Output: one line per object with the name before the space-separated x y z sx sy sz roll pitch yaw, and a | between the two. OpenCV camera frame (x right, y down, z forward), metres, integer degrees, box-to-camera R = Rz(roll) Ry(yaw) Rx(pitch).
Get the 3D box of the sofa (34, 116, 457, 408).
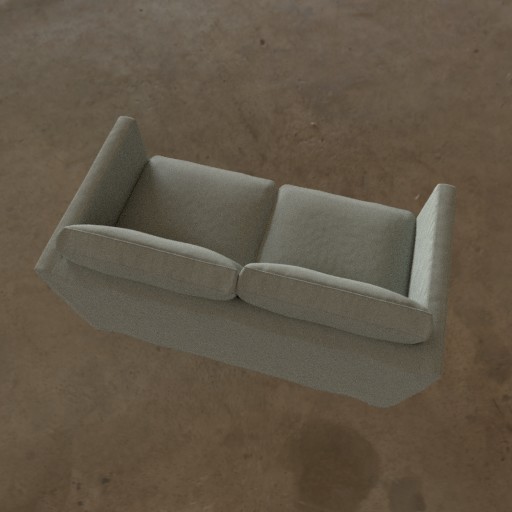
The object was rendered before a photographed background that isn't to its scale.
sofa | 0.000 0.000 2.210 1.727 0.830 0.944 14 63 7
